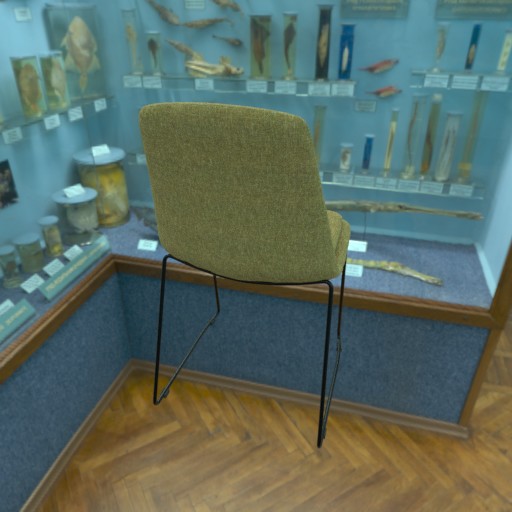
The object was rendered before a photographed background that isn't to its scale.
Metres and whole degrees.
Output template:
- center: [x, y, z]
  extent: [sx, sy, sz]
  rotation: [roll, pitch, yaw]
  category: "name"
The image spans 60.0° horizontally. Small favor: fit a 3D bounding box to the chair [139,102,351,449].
- center: [0.000, 0.000, 1.144]
  extent: [0.479, 0.849, 0.496]
  rotation: [9, 31, 15]
  category: "chair"
